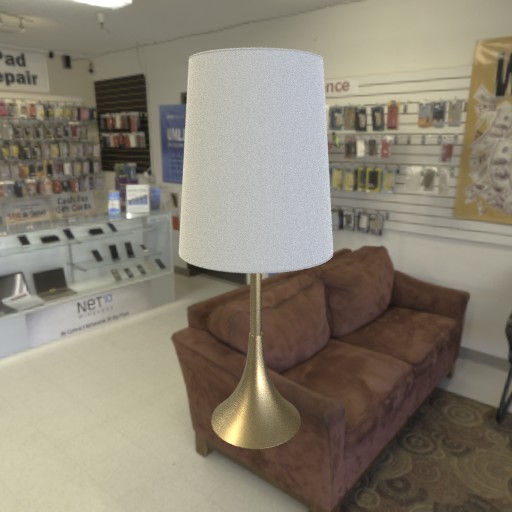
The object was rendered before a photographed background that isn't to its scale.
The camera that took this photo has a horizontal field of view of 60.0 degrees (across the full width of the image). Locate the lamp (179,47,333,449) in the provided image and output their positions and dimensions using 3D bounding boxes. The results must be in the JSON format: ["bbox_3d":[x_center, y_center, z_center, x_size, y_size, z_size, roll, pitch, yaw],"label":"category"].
[{"bbox_3d":[0.000,0.000,0.673,0.231,0.569,0.231,0,15,0],"label":"lamp"}]
